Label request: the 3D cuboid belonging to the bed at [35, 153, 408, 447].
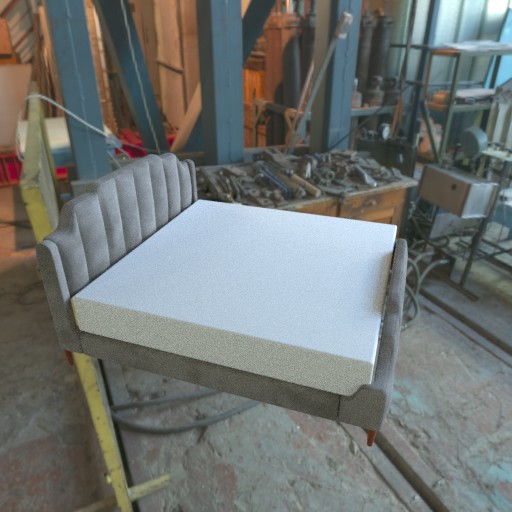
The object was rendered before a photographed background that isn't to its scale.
[{"bbox_3d":[0.000,0.000,3.572,2.340,1.245,2.074,9,29,17],"label":"bed"}]
